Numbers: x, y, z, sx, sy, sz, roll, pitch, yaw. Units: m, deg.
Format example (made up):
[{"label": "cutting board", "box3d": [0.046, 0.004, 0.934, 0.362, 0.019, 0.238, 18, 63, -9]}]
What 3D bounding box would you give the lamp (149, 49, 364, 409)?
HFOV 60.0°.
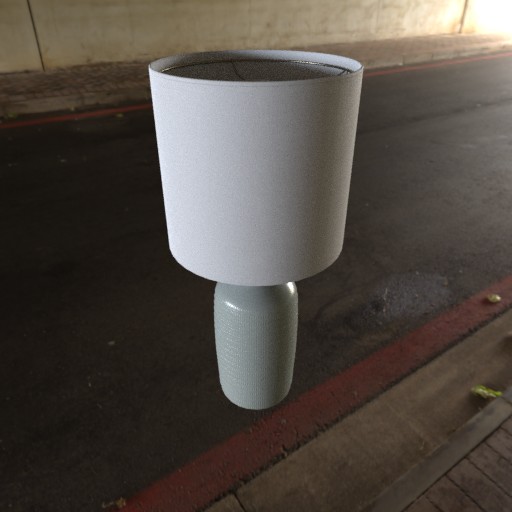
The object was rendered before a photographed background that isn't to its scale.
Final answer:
[{"label": "lamp", "box3d": [0.000, 0.000, 0.588, 0.220, 0.475, 0.220, -1, 31, -2]}]
